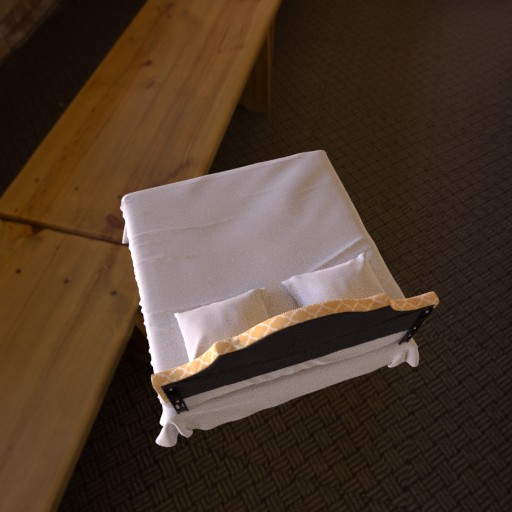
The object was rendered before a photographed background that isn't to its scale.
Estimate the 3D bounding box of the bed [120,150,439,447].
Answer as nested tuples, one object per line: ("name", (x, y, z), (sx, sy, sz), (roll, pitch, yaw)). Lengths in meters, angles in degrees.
("bed", (0.000, 0.000, 3.698), (2.314, 1.601, 2.222), (-15, 59, -9))
